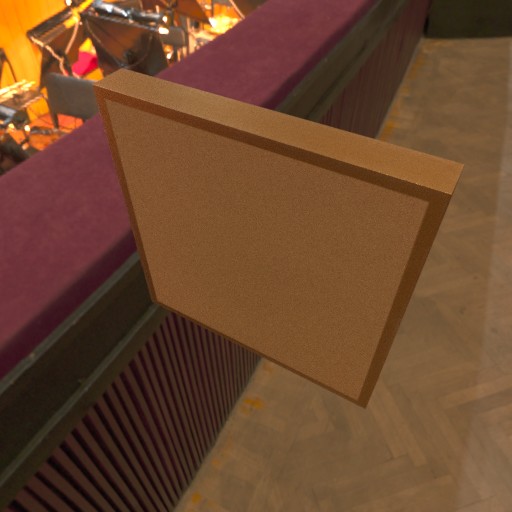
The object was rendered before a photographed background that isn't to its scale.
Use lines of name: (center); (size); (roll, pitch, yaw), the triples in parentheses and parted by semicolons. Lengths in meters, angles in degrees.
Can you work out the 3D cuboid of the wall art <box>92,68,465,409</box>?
wall art: (0.000, 0.000, 0.452); (0.306, 0.305, 0.038); (23, 50, 20)
